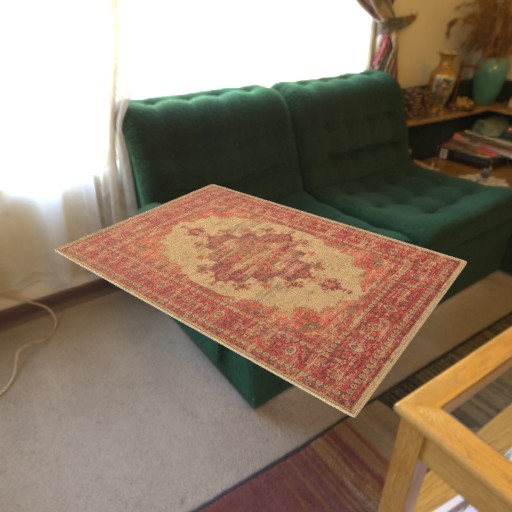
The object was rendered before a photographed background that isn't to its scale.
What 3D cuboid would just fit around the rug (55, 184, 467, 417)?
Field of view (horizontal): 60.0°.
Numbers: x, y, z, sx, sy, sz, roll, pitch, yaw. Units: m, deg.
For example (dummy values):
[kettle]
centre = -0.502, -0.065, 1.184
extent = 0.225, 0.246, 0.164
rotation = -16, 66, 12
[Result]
[rug]
centre = 0.000, 0.000, 2.909
extent = 2.232, 0.011, 1.555
rotation = 21, 36, 32
